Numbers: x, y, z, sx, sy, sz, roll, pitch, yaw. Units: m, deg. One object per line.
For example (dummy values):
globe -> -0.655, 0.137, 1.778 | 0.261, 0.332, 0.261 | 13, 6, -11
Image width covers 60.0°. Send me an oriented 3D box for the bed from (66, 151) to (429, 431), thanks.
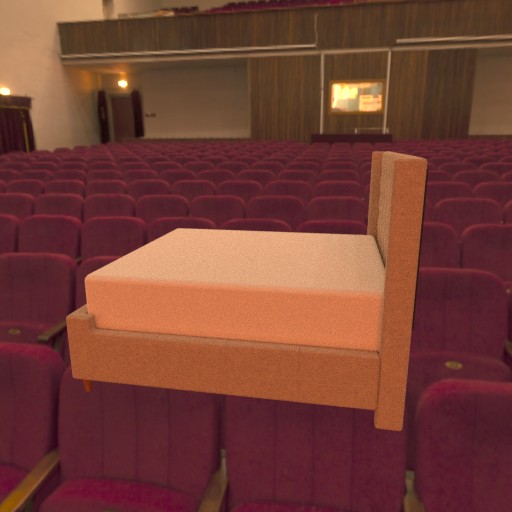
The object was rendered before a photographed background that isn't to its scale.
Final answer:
bed -> 0.000, 0.000, 3.840 | 2.370, 1.743, 2.045 | 3, 15, 10
